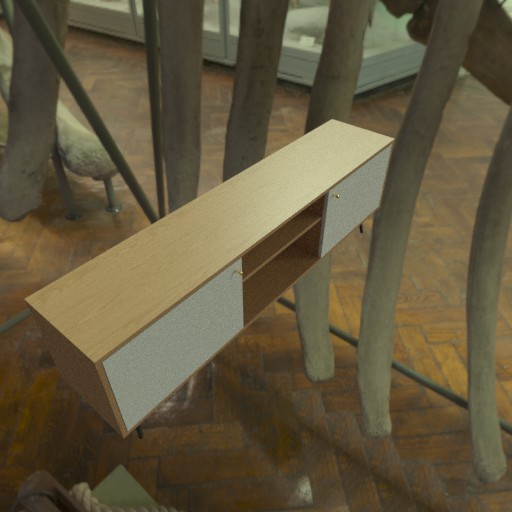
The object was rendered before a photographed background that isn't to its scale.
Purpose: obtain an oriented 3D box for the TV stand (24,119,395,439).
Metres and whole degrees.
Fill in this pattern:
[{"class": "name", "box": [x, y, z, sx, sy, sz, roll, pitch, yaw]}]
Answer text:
[{"class": "TV stand", "box": [0.000, 0.000, 1.976, 0.400, 0.580, 1.760, 28, 48, 29]}]
